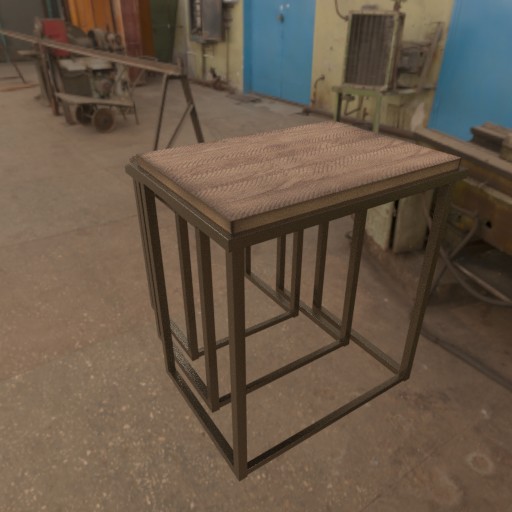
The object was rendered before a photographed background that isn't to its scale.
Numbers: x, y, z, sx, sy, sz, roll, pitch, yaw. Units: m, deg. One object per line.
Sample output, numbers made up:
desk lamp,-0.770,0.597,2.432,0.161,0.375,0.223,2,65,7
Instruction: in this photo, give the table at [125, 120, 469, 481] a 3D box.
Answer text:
table,0.000,0.000,1.153,0.559,0.610,0.706,-18,35,-28
